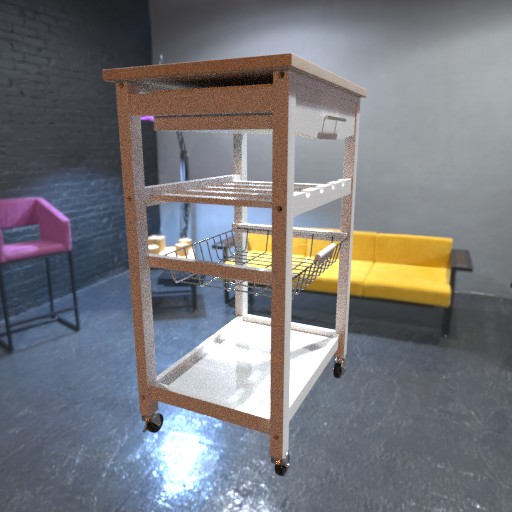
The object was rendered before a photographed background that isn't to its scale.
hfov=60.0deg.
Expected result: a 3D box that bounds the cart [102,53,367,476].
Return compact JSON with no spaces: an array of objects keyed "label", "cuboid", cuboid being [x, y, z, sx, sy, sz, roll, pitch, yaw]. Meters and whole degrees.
[{"label":"cart","cuboid":[0.000,0.000,1.160,0.406,0.857,0.578,7,16,25]}]
